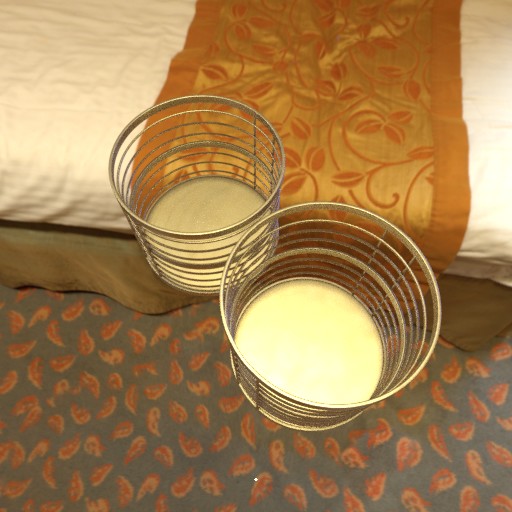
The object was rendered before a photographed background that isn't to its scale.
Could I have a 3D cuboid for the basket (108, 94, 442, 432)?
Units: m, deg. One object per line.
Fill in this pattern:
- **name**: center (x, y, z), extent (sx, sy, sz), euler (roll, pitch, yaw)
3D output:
- **basket**: center (0.000, 0.000, 0.940), extent (0.356, 0.351, 0.746), euler (-34, 68, -16)
